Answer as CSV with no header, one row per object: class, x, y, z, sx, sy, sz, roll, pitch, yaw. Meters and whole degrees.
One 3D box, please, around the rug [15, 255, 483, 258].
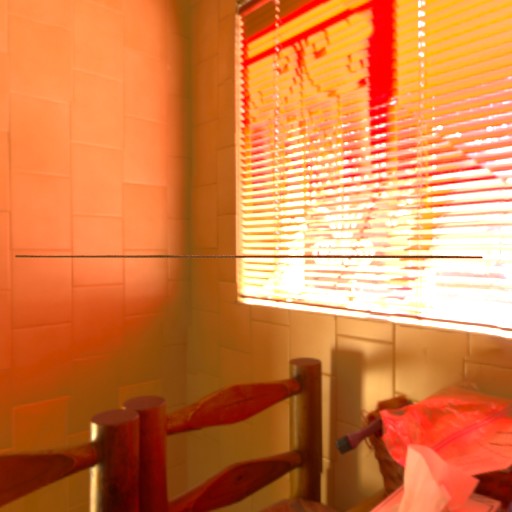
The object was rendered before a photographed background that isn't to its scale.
rug,0.000,0.000,2.911,2.436,0.015,1.521,0,0,17
